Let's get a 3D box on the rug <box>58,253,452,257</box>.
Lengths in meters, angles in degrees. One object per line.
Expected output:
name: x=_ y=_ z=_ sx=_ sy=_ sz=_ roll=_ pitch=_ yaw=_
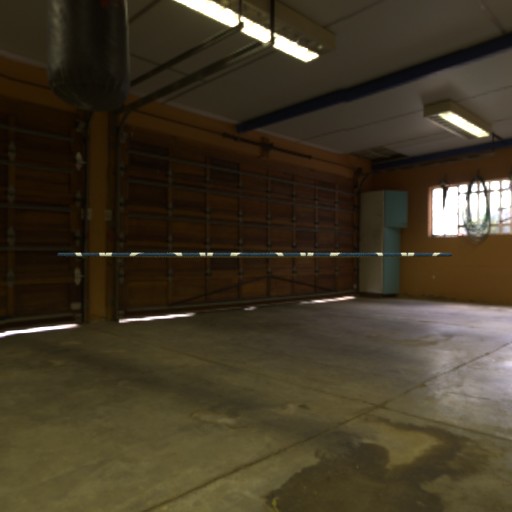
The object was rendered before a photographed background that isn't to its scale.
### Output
rug: x=0.000 y=0.000 z=2.154 sx=1.143 sy=0.010 sz=1.753 roll=0 pitch=0 yaw=0
